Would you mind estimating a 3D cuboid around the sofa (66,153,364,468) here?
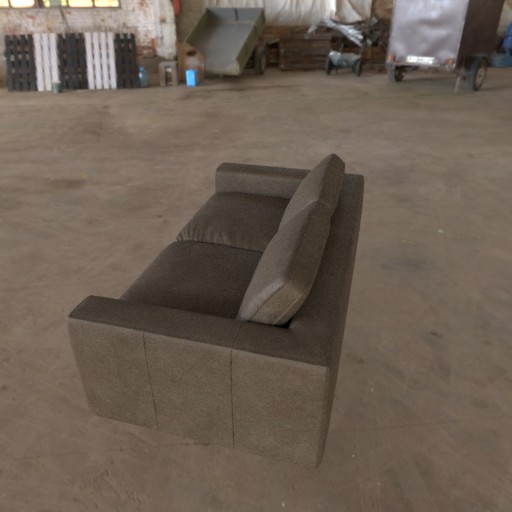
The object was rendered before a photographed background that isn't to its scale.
[{"bbox_3d":[0.000,0.000,2.473,1.070,0.800,1.920,8,32,13],"label":"sofa"}]
